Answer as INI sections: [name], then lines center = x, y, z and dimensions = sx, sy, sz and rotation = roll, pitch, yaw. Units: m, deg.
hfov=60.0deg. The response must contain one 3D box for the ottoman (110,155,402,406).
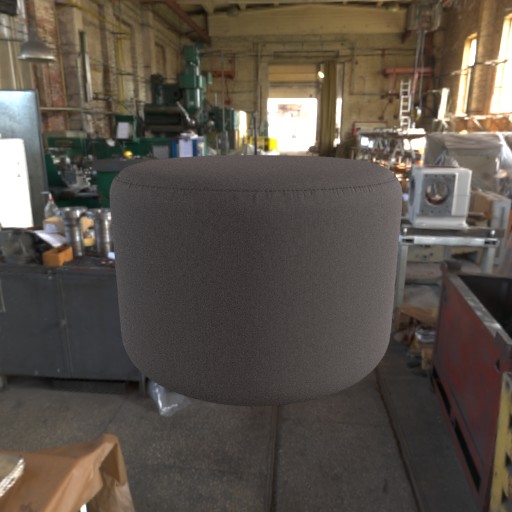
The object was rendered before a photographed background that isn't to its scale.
[ottoman]
center = 0.000, 0.000, 1.003
dimensions = 0.608, 0.433, 0.608
rotation = 0, 16, 0
